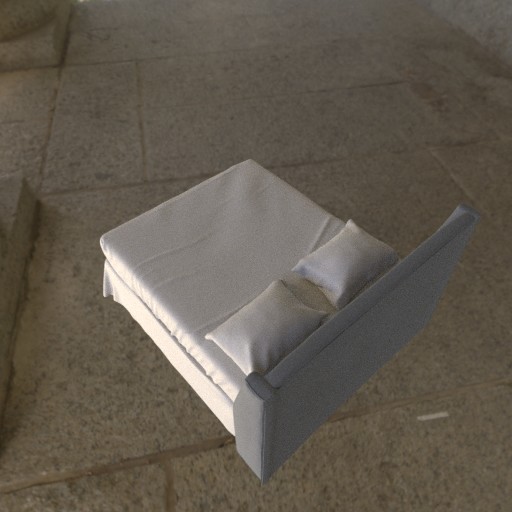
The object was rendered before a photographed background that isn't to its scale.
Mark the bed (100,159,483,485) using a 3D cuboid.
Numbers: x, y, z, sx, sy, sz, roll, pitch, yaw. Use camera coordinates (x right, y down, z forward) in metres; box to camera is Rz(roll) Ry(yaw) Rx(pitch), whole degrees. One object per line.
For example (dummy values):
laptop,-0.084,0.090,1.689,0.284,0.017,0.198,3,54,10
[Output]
bed,0.000,0.000,3.448,1.925,1.332,2.276,-33,56,-26
